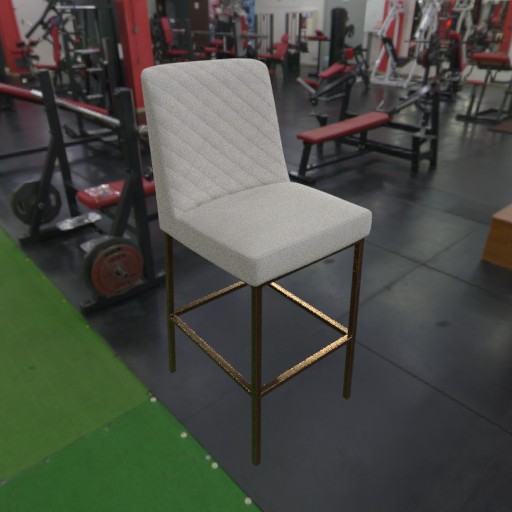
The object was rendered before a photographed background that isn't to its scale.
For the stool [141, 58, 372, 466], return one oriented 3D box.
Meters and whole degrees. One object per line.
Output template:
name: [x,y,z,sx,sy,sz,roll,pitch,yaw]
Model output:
stool: [0.000,0.000,1.384,0.462,1.084,0.546,-22,36,-34]
